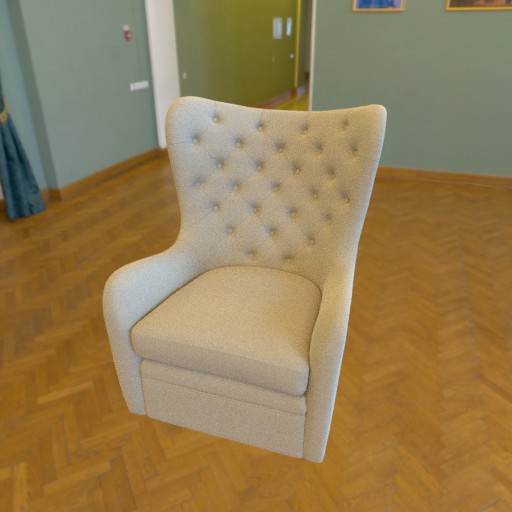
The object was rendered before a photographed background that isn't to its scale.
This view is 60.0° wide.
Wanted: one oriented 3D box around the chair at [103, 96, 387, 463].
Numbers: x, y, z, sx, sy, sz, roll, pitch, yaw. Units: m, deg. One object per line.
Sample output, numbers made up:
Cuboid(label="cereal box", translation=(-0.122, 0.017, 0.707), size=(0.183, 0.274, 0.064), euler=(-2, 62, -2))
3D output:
Cuboid(label="chair", translation=(0.000, 0.000, 1.716), size=(0.831, 1.079, 0.929), euler=(8, 28, 16))
